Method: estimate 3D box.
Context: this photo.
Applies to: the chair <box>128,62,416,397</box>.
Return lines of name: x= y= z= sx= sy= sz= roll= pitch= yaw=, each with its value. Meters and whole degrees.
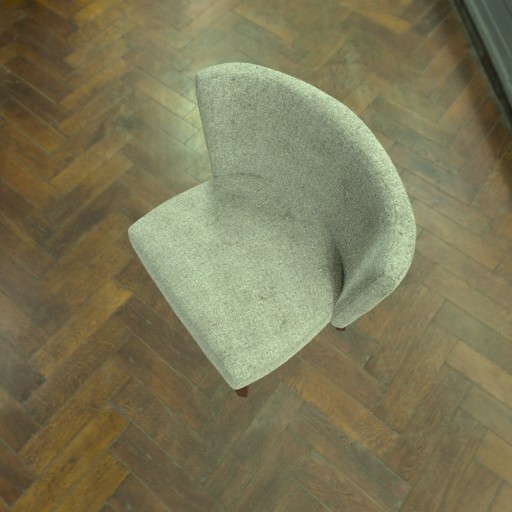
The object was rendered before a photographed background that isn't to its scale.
chair: x=0.000 y=0.000 z=1.319 sx=0.575 sy=0.827 sz=0.728 roll=-34 pitch=68 yaw=-15
